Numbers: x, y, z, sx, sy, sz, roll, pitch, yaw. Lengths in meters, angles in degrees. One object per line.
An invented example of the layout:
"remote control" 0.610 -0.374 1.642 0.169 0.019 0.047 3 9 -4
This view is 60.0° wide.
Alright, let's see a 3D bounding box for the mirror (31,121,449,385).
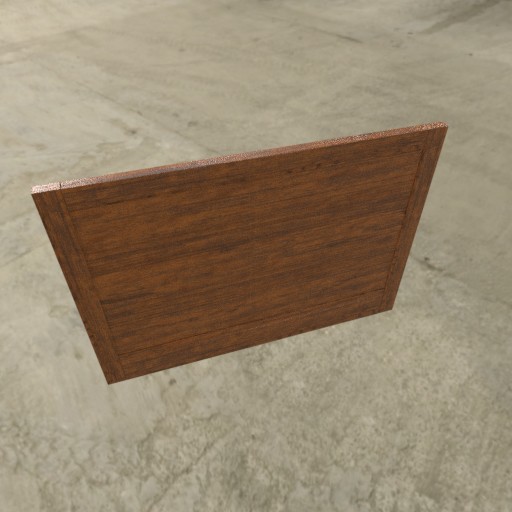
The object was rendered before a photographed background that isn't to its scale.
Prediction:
"mirror" 0.000 0.000 0.980 0.758 0.537 0.084 -12 43 -13
